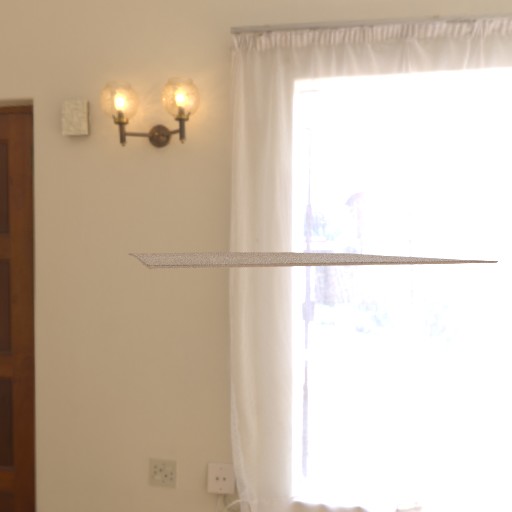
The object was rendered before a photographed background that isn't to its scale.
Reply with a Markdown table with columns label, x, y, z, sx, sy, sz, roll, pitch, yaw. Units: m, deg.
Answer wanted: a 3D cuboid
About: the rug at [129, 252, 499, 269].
| label | x | y | z | sx | sy | sz | roll | pitch | yaw |
| --- | --- | --- | --- | --- | --- | --- | --- | --- | --- |
| rug | 0.000 | 0.000 | 2.167 | 1.154 | 0.021 | 1.792 | 0 | 2 | -17 |
